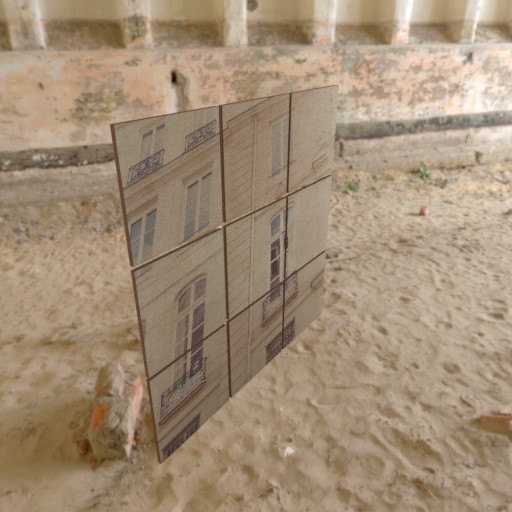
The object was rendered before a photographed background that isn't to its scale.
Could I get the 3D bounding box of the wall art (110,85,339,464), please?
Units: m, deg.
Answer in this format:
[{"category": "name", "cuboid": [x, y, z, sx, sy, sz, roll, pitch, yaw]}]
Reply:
[{"category": "wall art", "cuboid": [0.000, 0.000, 1.810, 0.024, 1.218, 1.221, 18, 32, 32]}]
